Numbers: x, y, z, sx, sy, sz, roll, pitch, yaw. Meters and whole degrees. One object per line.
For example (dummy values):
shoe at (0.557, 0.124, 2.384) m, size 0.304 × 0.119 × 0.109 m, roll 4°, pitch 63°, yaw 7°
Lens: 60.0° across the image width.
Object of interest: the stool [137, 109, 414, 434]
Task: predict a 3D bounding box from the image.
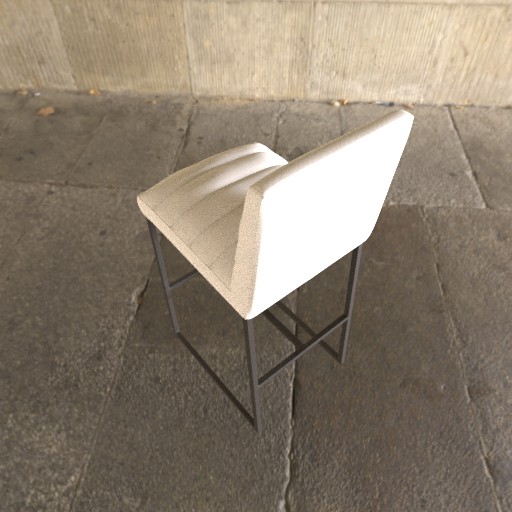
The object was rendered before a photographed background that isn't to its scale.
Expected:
stool at (0.000, 0.000, 1.388) m, size 0.464 × 1.061 × 0.573 m, roll -31°, pitch 54°, yaw -26°
